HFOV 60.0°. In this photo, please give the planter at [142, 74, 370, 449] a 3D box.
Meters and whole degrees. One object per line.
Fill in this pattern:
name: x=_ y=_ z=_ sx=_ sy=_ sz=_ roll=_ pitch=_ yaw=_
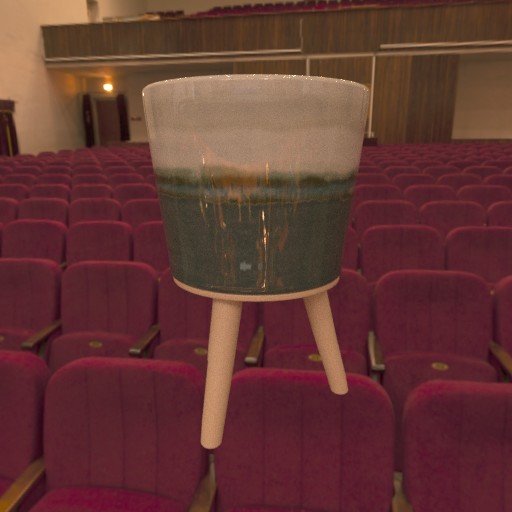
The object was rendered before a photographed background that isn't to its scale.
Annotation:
planter: x=0.000 y=0.000 z=0.472 sx=0.217 sy=0.331 sz=0.217 roll=2 pitch=14 yaw=9
